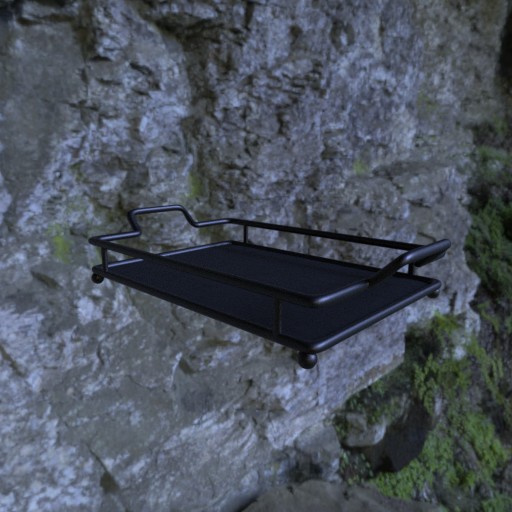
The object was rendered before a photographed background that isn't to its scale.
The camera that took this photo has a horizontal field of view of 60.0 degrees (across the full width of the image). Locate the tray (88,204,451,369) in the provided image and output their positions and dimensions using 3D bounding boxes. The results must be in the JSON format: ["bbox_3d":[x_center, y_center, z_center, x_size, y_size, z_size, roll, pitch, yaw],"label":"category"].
[{"bbox_3d":[0.000,0.000,0.625,0.495,0.101,0.297,12,18,42],"label":"tray"}]
